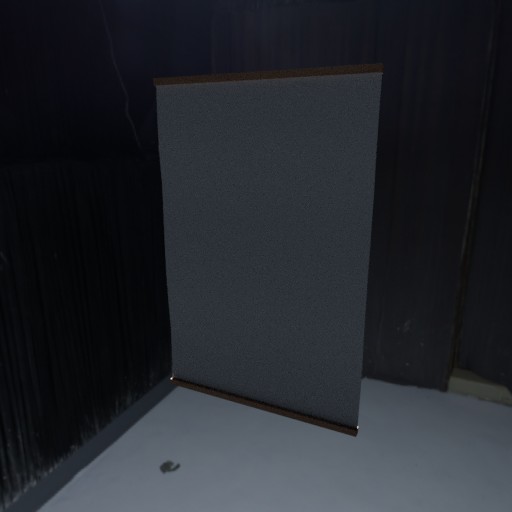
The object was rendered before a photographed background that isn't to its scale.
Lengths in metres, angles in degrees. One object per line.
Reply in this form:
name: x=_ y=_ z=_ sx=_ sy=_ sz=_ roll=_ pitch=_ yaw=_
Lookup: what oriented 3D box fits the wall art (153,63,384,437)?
wall art: x=0.000 y=0.000 z=0.658 sx=0.332 sy=0.508 sz=0.012 roll=7 pitch=17 yaw=25
